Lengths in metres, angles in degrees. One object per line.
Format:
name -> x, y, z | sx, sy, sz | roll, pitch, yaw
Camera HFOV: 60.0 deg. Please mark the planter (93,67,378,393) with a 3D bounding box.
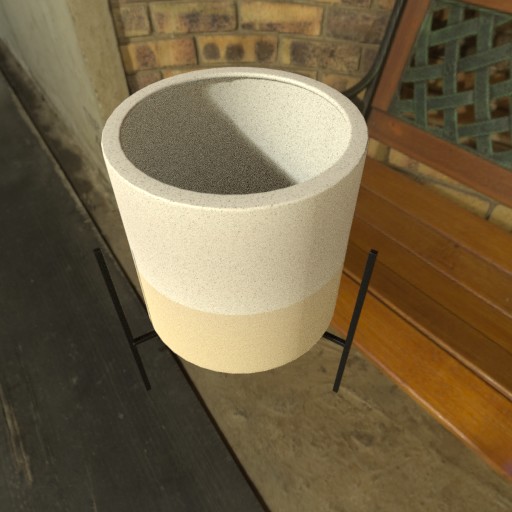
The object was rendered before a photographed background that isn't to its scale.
planter -> 0.000, 0.000, 0.532 | 0.267, 0.362, 0.263 | 14, 48, 13
